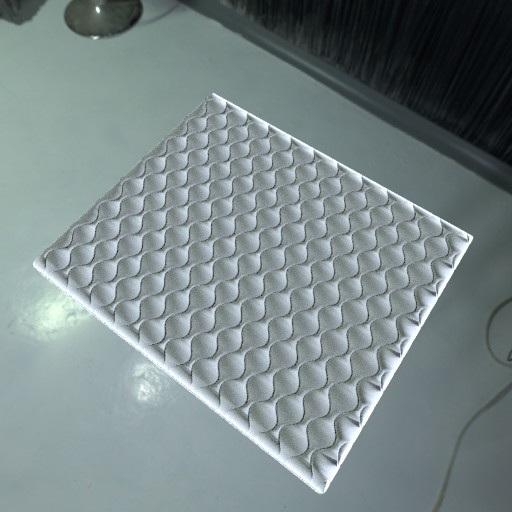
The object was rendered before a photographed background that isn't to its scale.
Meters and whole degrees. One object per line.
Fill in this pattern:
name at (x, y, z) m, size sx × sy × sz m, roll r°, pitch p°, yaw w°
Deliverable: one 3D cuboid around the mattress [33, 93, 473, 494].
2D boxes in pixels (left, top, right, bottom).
mattress at (0.000, 0.000, 2.535) m, size 1.900 × 0.200 × 1.600 m, roll 33°, pitch 68°, yaw 15°
